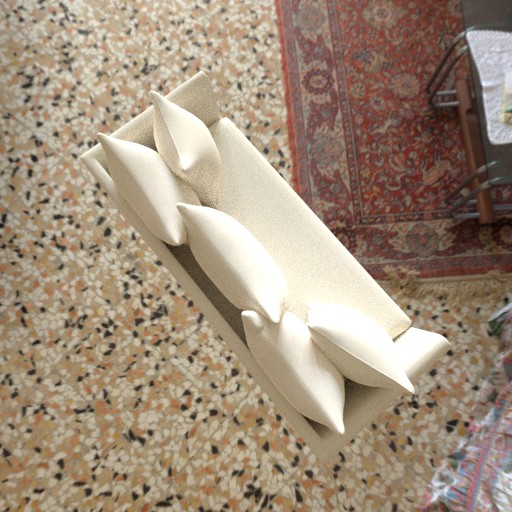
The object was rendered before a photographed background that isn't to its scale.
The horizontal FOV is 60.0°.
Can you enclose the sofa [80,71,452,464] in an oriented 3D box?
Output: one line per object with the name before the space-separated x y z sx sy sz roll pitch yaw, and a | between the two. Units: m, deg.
sofa | 0.000 0.000 2.815 1.031 1.034 2.290 -39 80 -8
